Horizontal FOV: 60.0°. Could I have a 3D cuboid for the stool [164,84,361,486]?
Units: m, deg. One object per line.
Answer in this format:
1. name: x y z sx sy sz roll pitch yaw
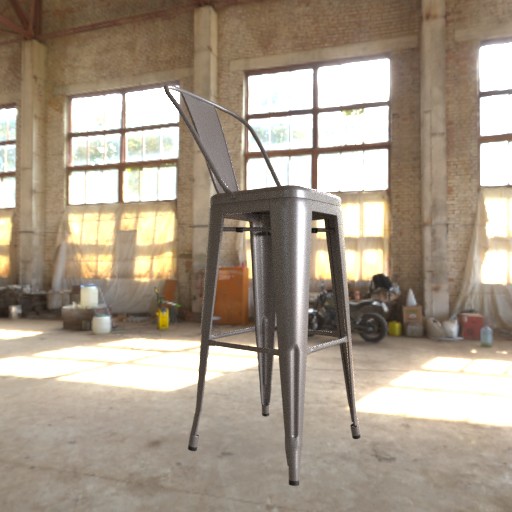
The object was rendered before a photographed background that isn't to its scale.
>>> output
1. stool: 0.000 0.000 1.344 0.513 1.096 0.399 -1 -1 37
